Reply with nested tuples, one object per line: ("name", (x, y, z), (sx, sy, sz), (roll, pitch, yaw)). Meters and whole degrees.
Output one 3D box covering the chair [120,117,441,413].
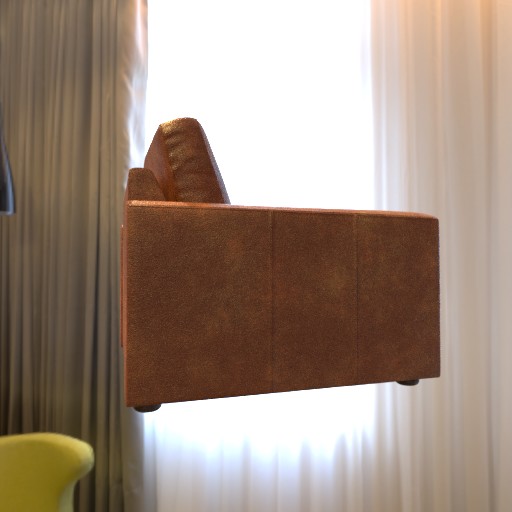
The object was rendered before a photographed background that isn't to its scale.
("chair", (0.000, 0.000, 1.757), (1.016, 0.873, 1.005), (0, -1, -18))
